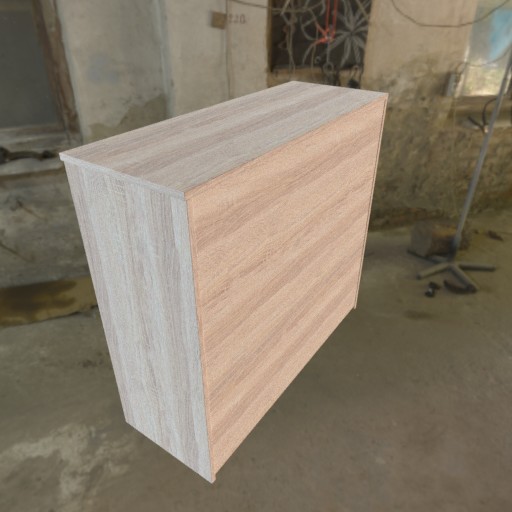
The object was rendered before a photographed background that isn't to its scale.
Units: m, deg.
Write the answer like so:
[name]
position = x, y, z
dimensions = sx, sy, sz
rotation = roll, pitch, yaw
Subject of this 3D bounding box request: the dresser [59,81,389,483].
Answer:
[dresser]
position = 0.000, 0.000, 1.452
dimensions = 0.380, 0.900, 0.980
rotation = 20, 37, 29
